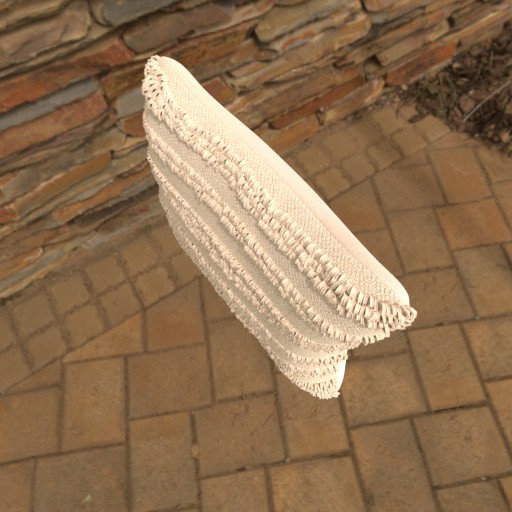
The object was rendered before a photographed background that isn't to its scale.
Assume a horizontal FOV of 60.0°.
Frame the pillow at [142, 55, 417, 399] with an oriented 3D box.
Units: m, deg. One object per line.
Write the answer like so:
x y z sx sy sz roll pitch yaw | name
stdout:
0.000 0.000 0.649 0.145 0.427 0.437 -35 69 -16 | pillow
